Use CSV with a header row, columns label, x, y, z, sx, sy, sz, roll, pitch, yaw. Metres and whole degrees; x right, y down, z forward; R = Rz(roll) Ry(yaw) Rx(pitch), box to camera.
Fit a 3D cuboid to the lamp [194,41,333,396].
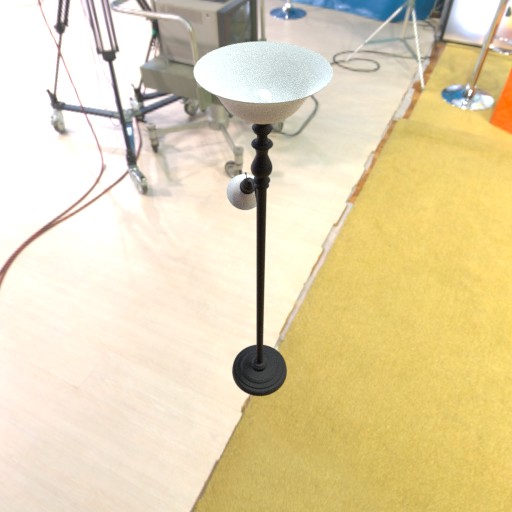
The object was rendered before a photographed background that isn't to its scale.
label,x,y,z,sx,sy,sz,roll,pitch,yaw
lamp,0.000,0.000,2.013,0.405,1.793,0.588,-10,48,-9
